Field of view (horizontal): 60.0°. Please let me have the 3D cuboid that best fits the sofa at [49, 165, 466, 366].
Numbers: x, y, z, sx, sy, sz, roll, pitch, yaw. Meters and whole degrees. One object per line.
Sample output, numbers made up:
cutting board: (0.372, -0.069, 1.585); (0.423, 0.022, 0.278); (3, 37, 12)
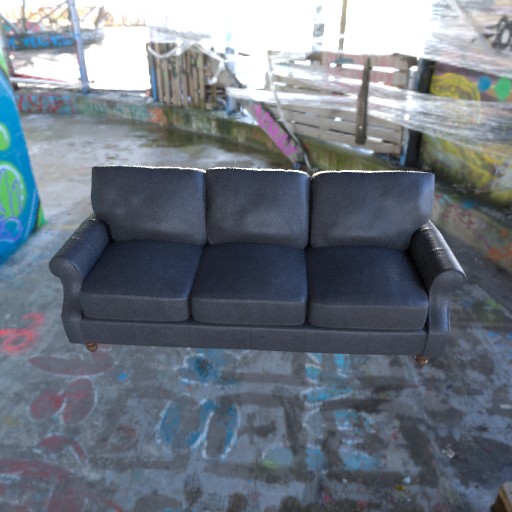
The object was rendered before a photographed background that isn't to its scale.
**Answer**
sofa: (0.000, 0.000, 2.840); (2.387, 0.977, 0.974); (2, 30, 3)
